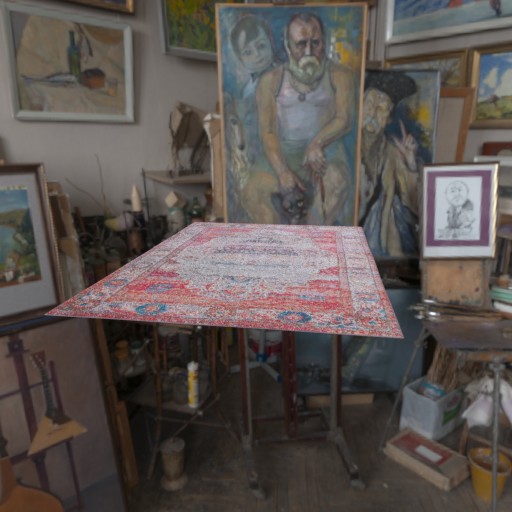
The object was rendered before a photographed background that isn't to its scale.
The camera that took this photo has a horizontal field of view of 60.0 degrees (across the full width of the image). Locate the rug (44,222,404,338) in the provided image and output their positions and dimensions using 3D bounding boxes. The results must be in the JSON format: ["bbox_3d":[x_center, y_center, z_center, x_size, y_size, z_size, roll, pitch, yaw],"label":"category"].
[{"bbox_3d":[0.000,0.000,2.337,1.219,0.006,1.829,2,15,9],"label":"rug"}]
